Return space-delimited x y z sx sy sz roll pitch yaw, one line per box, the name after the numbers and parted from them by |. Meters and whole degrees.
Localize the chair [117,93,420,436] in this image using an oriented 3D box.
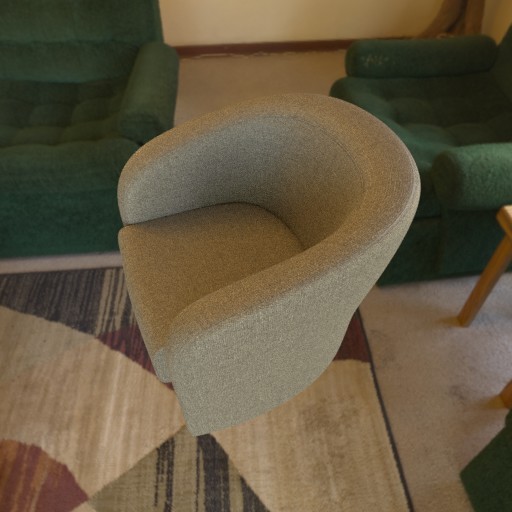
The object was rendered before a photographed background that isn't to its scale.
0.000 0.000 1.417 0.815 0.771 0.791 -17 49 -15 | chair
